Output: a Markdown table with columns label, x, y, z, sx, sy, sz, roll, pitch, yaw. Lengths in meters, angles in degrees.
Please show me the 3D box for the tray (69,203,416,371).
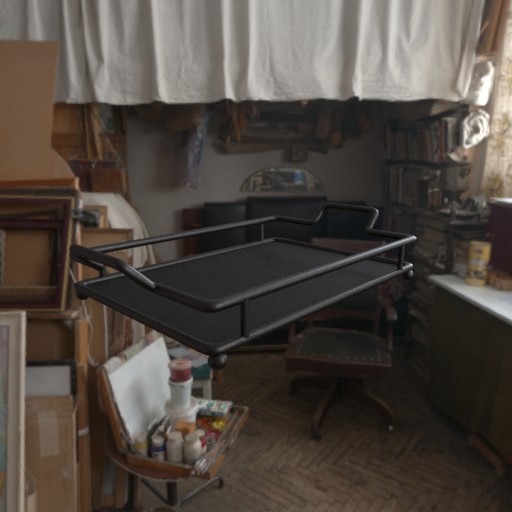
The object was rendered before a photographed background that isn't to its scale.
| label | x | y | z | sx | sy | sz | roll | pitch | yaw |
| --- | --- | --- | --- | --- | --- | --- | --- | --- | --- |
| tray | 0.000 | 0.000 | 0.641 | 0.297 | 0.101 | 0.495 | 13 | 19 | 42 |
